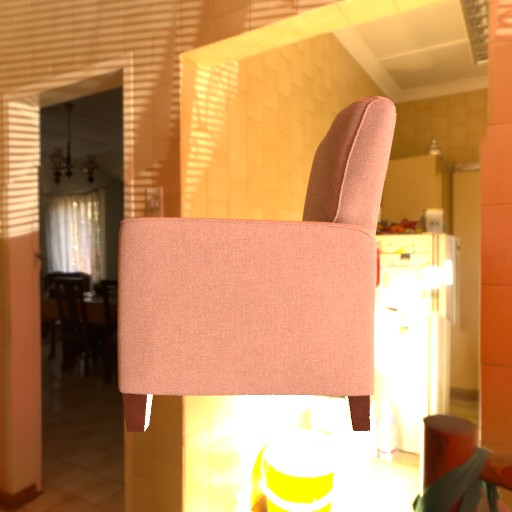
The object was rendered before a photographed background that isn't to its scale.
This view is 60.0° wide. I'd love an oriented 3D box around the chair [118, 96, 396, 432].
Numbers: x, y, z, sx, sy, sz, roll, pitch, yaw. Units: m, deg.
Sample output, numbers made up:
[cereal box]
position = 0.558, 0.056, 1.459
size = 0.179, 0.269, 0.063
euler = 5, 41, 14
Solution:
[chair]
position = 0.000, 0.000, 1.672
size = 0.859, 1.023, 0.845
euler = 0, 1, 0
